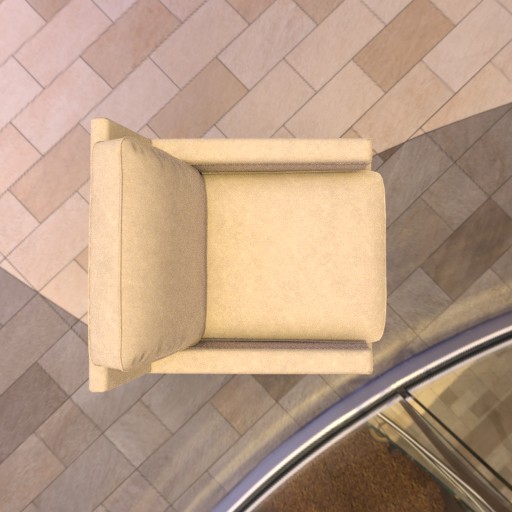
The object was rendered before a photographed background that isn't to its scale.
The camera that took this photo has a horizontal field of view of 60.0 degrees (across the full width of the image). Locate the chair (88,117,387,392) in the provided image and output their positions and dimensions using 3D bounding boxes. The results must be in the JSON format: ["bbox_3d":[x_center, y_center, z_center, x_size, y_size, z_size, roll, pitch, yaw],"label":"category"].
[{"bbox_3d":[0.000,0.000,1.676,1.014,0.943,0.853,0,89,1],"label":"chair"}]
